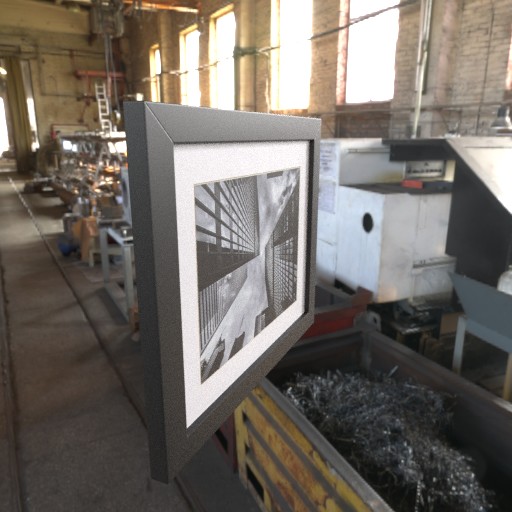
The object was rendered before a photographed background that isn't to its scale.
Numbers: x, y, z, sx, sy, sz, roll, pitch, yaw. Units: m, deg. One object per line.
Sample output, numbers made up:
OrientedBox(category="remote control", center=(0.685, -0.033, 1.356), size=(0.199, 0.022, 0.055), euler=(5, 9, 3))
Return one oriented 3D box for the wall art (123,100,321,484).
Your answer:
OrientedBox(category="wall art", center=(0.000, 0.000, 0.741), size=(0.031, 0.457, 0.558), euler=(7, 17, 25))
